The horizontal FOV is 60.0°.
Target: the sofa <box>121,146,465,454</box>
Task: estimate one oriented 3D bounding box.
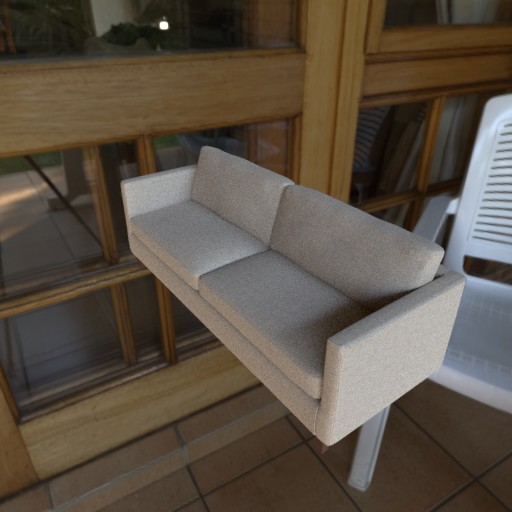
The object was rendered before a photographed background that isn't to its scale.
[{"bbox_3d":[0.000,0.000,3.014,0.951,0.965,2.434,-20,36,-31],"label":"sofa"}]
